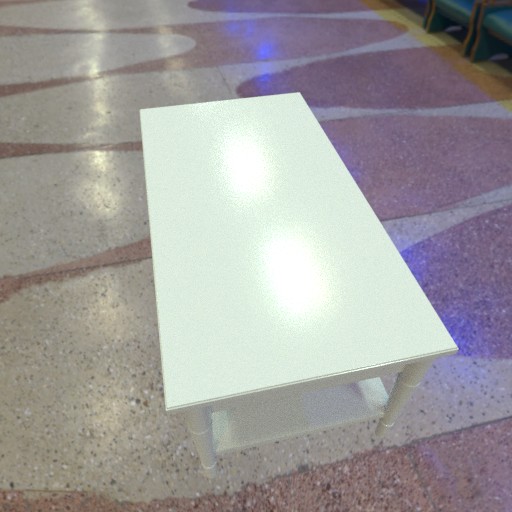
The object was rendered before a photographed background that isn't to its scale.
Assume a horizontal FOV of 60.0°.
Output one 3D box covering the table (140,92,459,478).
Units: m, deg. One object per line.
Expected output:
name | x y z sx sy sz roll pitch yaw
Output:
table | 0.000 0.000 1.329 0.559 0.457 1.067 -9 47 -9
